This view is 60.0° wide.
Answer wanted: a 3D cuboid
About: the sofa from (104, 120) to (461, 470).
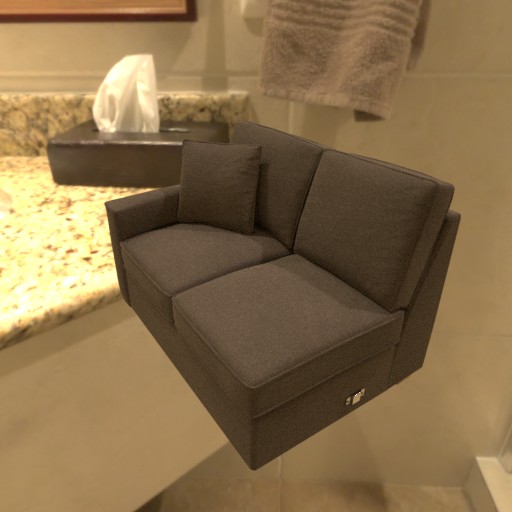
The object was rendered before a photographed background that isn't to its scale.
[{"bbox_3d":[0.000,0.000,2.079,0.991,0.989,1.388,-19,34,-29],"label":"sofa"}]
